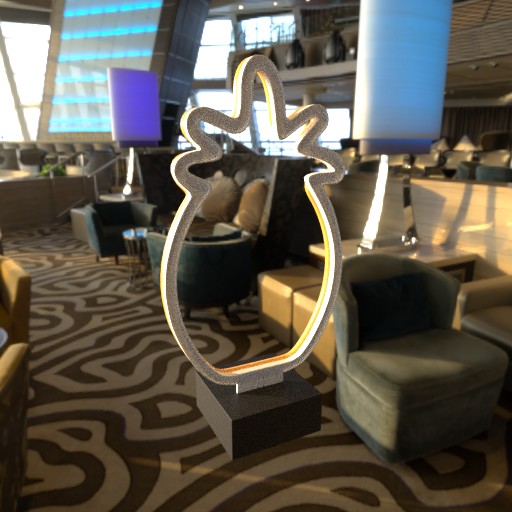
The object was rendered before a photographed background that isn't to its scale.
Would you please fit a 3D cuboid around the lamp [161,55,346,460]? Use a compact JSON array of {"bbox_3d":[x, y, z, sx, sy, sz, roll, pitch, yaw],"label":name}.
[{"bbox_3d":[0.000,0.000,0.382,0.167,0.317,0.088,-7,16,-26],"label":"lamp"}]
